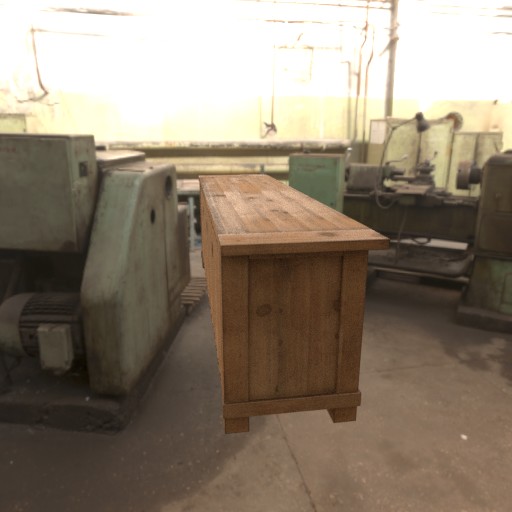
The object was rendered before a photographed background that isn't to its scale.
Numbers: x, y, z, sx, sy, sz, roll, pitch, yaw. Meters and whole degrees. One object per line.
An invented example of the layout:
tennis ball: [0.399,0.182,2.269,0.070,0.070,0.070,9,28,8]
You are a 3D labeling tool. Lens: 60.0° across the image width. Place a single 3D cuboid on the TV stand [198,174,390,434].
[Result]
TV stand: [0.000,0.000,2.034,0.453,0.573,1.804,-2,16,-9]
